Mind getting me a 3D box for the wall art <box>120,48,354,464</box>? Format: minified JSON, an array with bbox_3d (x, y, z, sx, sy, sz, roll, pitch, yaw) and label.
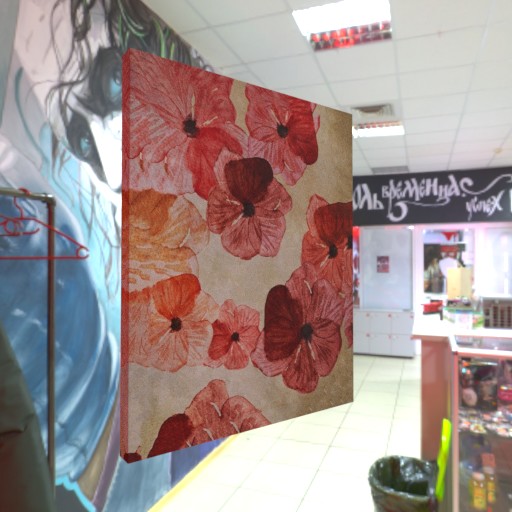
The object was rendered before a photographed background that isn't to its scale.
[{"bbox_3d":[0.000,0.000,0.672,0.406,0.508,0.028,1,-1,-37],"label":"wall art"}]
